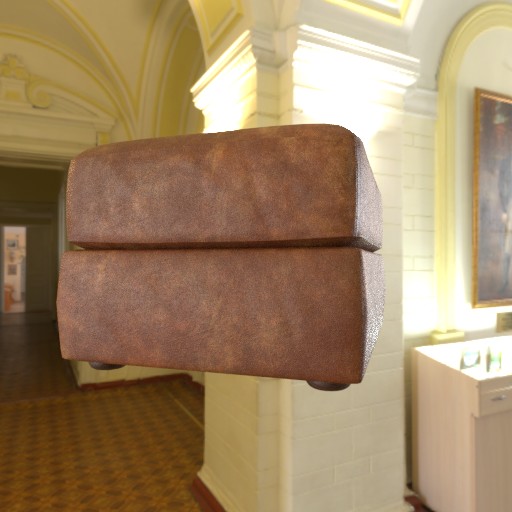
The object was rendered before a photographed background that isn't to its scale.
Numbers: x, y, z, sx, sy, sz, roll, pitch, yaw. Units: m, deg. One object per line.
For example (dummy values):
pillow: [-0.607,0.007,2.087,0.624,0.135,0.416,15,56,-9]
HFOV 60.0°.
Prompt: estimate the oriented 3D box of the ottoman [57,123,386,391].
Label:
ottoman: [0.000,0.000,1.121,0.603,0.476,0.751,0,-1,18]
